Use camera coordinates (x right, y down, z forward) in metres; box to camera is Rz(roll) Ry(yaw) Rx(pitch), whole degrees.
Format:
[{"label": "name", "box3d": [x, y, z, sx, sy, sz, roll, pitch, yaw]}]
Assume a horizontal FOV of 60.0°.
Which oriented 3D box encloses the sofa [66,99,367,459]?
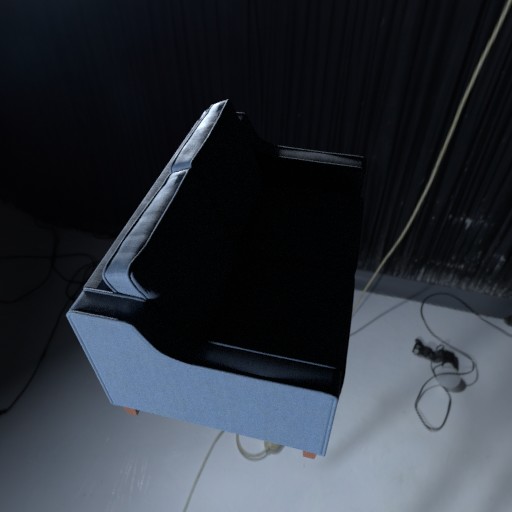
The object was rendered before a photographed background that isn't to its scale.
[{"label": "sofa", "box3d": [0.000, 0.000, 2.183, 0.987, 0.971, 1.501, 10, 46, 10]}]
